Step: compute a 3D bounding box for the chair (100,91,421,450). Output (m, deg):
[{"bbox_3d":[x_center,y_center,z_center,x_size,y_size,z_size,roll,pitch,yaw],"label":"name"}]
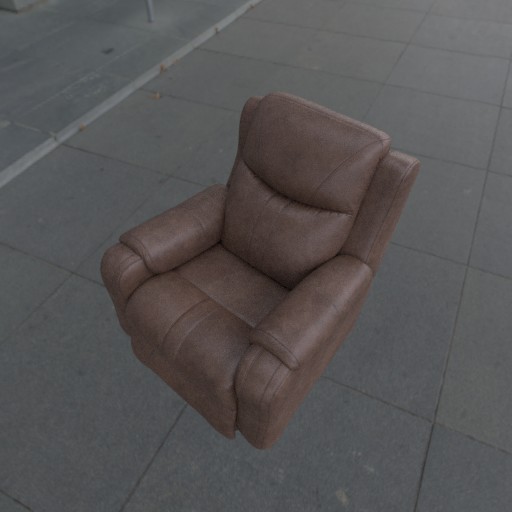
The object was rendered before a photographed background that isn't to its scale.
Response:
[{"bbox_3d":[0.000,0.000,1.849,0.940,0.990,1.067,32,55,26],"label":"chair"}]
